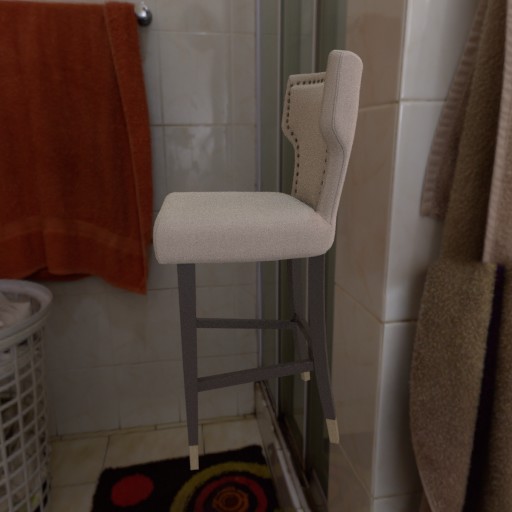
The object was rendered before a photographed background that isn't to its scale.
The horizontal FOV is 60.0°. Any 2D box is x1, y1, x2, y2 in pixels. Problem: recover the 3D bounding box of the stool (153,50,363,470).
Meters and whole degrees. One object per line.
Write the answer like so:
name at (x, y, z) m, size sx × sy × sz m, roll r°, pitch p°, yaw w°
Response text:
stool at (0.000, 0.000, 1.353) m, size 0.563 × 1.092 × 0.526 m, roll -2°, pitch 15°, yaw -8°
